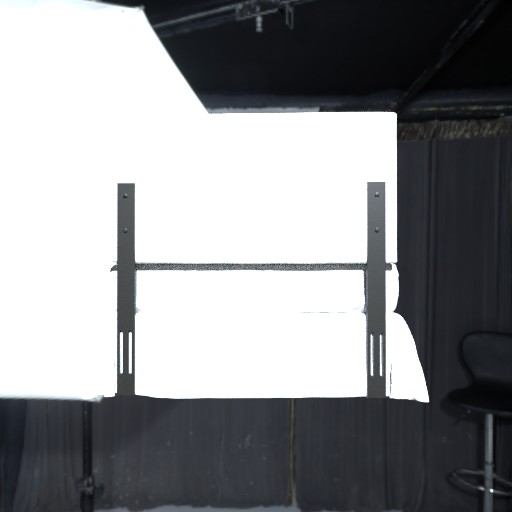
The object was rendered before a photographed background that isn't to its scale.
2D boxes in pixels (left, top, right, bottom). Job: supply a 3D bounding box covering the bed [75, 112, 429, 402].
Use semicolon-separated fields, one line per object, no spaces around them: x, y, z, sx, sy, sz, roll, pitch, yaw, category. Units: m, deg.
0.000;0.000;3.478;1.936;1.577;2.222;0;0;2;bed
